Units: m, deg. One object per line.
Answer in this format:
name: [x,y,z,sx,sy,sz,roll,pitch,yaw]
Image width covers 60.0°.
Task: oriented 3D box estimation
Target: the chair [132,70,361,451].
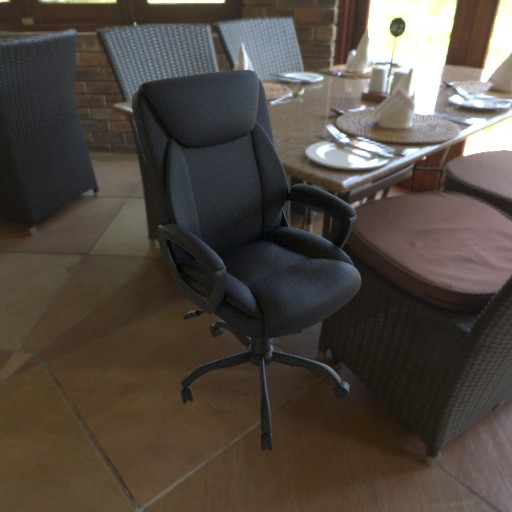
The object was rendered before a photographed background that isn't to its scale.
chair: [0.000,0.000,1.474,0.615,1.072,0.655,-22,37,-32]
